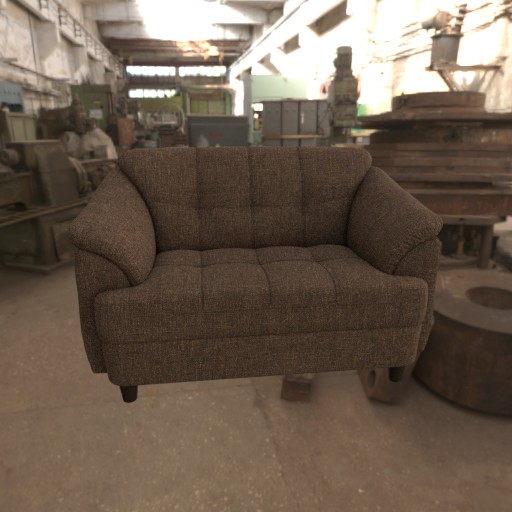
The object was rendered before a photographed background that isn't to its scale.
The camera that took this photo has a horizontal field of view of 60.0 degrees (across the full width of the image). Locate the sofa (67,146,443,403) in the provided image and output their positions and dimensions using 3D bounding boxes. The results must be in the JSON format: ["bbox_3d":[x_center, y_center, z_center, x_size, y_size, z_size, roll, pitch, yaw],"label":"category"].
[{"bbox_3d":[0.000,0.000,1.937,1.404,0.895,0.799,-2,17,-7],"label":"sofa"}]
